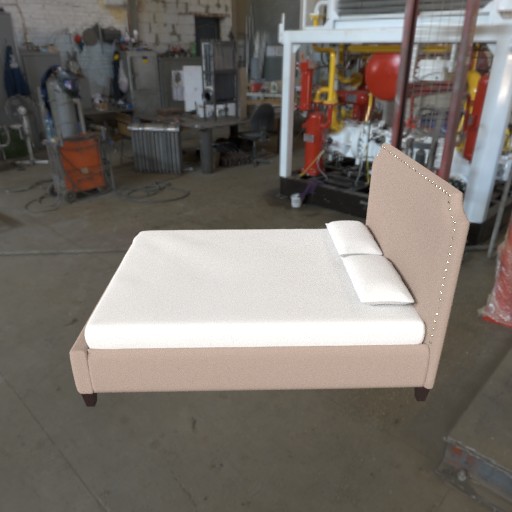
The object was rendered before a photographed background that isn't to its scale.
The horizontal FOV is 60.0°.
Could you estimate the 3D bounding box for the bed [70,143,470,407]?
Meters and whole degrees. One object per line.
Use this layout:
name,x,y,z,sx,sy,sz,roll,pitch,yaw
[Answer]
bed,0.000,0.000,3.417,2.372,1.443,1.713,-1,25,-1
